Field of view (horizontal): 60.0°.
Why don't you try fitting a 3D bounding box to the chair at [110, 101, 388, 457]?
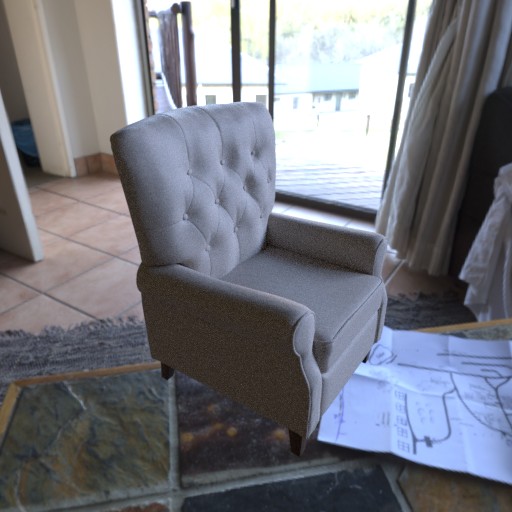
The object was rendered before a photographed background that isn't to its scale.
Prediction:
[{"bbox_3d":[0.000,0.000,1.964,1.025,1.209,0.942,18,32,31],"label":"chair"}]
